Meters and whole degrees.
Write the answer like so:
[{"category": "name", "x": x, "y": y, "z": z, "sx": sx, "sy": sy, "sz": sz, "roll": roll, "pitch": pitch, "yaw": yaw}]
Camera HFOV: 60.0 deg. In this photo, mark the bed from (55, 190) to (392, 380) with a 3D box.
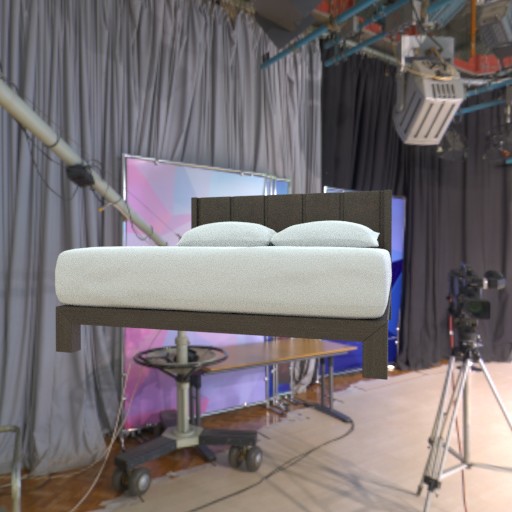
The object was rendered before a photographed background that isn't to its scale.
[{"category": "bed", "x": 0.000, "y": 0.000, "z": 3.683, "sx": 2.143, "sy": 1.261, "sz": 2.238, "roll": 0, "pitch": 1, "yaw": 18}]
